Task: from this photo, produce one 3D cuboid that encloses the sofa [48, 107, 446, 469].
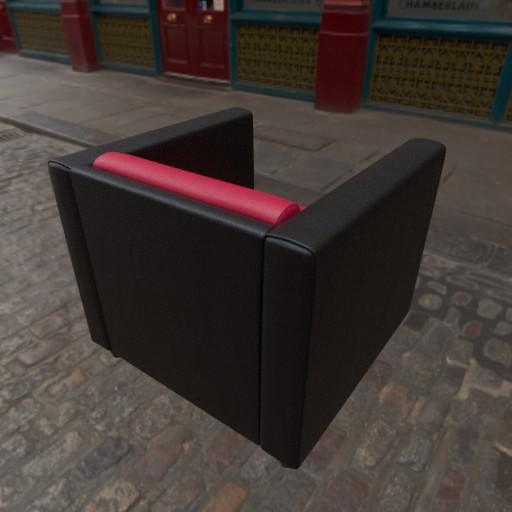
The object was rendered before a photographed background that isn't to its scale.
[{"bbox_3d":[0.000,0.000,1.427,0.839,0.724,0.809,21,36,31],"label":"sofa"}]
